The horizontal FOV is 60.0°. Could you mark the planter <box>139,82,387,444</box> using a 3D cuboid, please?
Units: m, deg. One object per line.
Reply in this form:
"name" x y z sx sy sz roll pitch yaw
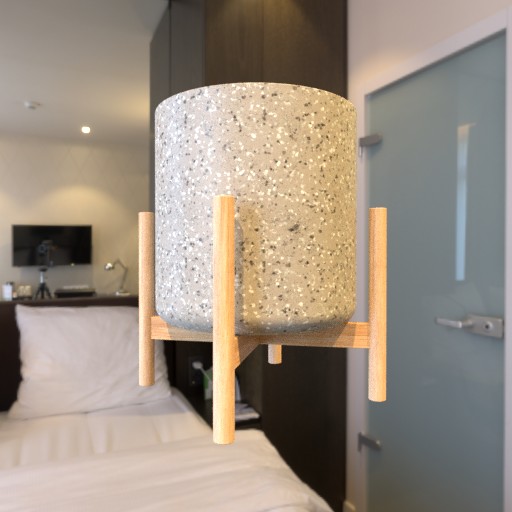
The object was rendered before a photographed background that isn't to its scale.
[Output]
"planter" 0.000 0.000 0.684 0.360 0.419 0.360 0 1 34
